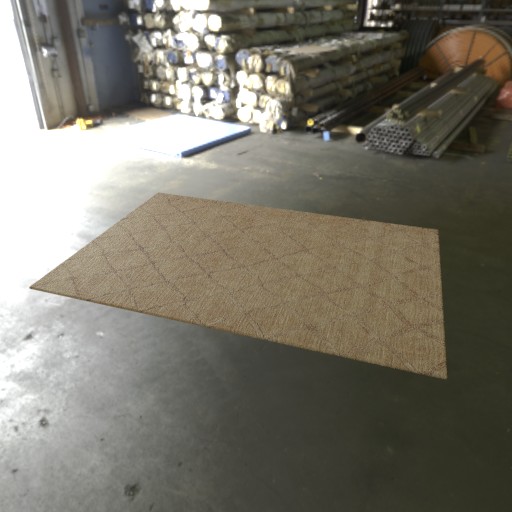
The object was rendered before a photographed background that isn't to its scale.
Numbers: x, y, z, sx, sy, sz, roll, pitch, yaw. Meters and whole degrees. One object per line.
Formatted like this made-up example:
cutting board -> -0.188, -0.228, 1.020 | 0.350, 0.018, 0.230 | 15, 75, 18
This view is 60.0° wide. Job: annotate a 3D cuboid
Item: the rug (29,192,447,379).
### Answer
rug -> 0.000, 0.000, 2.909 | 2.292, 0.014, 1.528 | 9, 32, 16
